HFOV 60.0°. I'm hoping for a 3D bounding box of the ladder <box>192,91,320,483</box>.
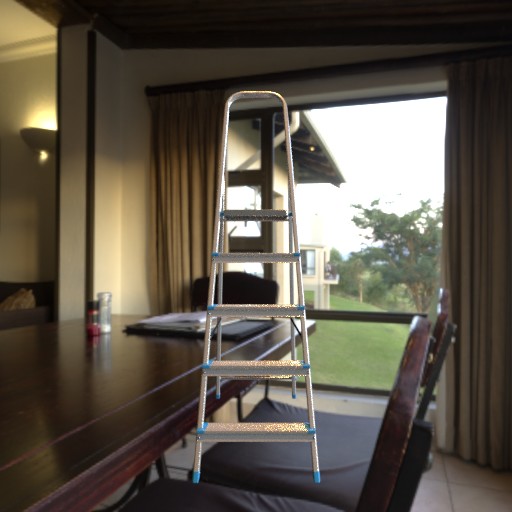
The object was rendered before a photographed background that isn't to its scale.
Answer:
[{"bbox_3d":[0.000,0.000,2.104,0.468,1.648,0.990,0,0,0],"label":"ladder"}]
